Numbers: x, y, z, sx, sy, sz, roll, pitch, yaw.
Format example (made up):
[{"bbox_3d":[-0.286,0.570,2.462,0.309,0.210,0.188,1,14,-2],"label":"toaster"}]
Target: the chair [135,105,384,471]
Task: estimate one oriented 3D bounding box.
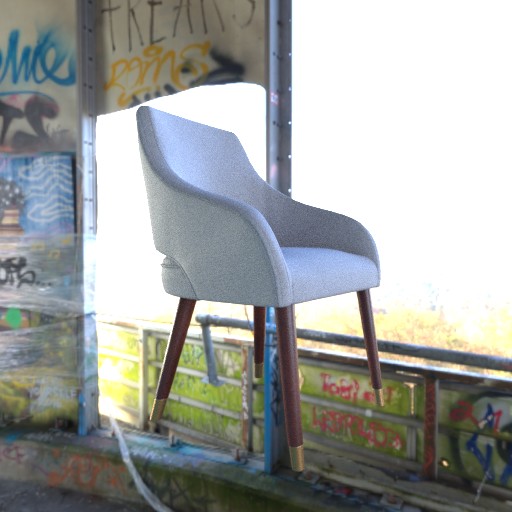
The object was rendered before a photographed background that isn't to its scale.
[{"bbox_3d":[0.000,0.000,1.295,0.600,0.889,0.609,1,2,37],"label":"chair"}]
